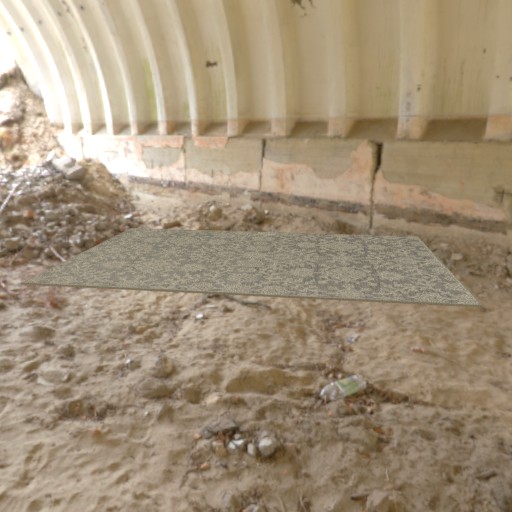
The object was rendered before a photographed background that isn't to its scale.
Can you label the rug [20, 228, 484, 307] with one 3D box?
[{"bbox_3d":[0.000,0.000,3.020,2.430,0.010,1.515,2,16,8],"label":"rug"}]
